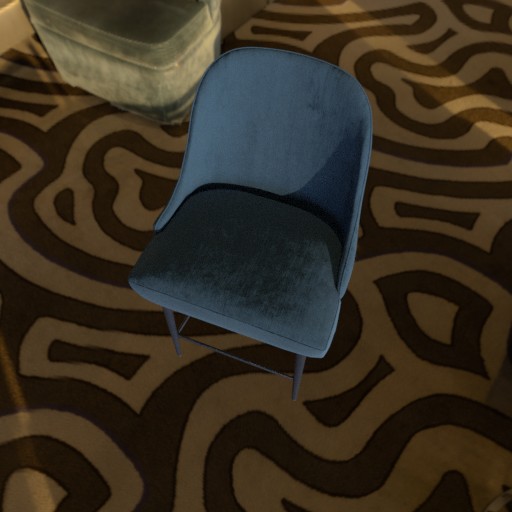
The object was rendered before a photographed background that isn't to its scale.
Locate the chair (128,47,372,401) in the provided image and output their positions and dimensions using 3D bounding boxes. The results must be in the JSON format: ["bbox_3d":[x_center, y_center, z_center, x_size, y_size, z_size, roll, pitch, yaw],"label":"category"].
[{"bbox_3d":[0.000,0.000,1.227,0.526,0.927,0.489,18,60,11],"label":"chair"}]
